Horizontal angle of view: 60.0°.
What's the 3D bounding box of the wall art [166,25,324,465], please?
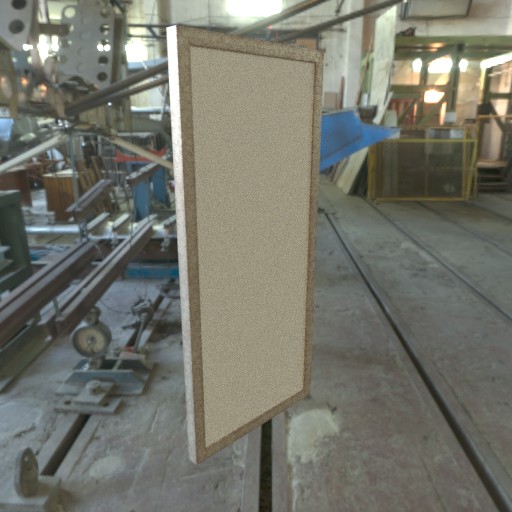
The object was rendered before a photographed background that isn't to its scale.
[{"bbox_3d":[0.000,0.000,1.649,0.648,1.461,0.051,-15,22,-41],"label":"wall art"}]
